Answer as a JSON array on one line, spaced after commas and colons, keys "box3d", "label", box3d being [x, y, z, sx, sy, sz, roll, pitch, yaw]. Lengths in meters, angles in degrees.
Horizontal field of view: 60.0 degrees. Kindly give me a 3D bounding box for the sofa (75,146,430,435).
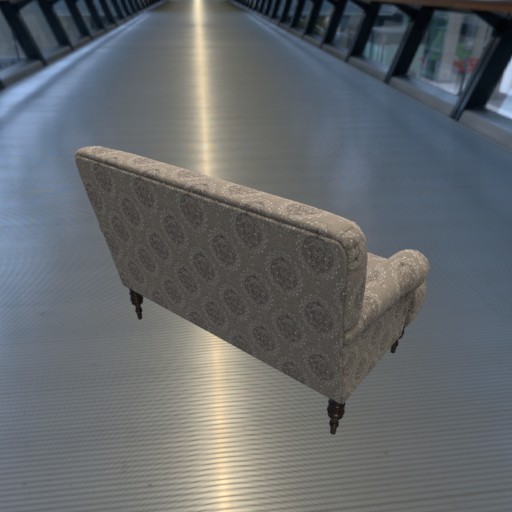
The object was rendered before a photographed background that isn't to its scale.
[{"box3d": [0.000, 0.000, 1.839, 1.297, 0.889, 0.779, 21, 37, 32], "label": "sofa"}]
